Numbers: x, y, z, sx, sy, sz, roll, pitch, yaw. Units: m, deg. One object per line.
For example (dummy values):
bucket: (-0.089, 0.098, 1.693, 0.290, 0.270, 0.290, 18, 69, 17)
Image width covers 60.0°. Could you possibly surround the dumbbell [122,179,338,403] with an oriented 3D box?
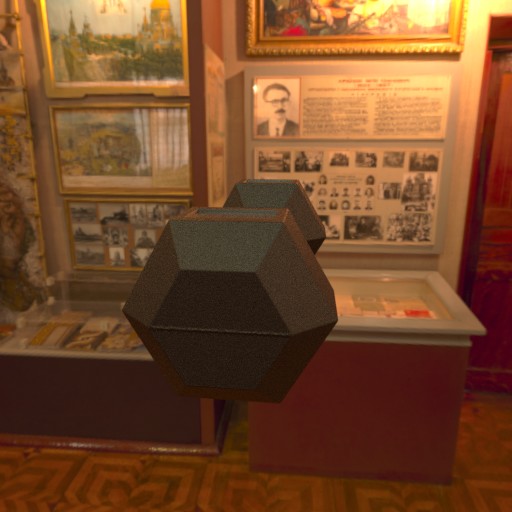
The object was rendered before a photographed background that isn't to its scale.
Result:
dumbbell: (0.000, 0.000, 0.431, 0.141, 0.123, 0.356, 2, 15, 7)
